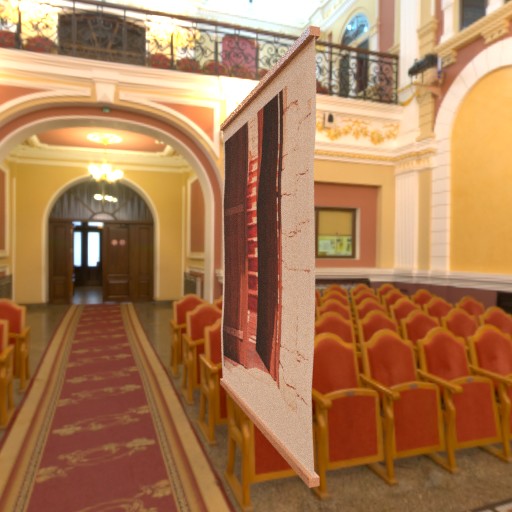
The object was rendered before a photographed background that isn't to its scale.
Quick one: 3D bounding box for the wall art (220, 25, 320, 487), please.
[{"bbox_3d":[0.000,0.000,0.681,0.013,0.508,0.406,0,1,-19],"label":"wall art"}]
